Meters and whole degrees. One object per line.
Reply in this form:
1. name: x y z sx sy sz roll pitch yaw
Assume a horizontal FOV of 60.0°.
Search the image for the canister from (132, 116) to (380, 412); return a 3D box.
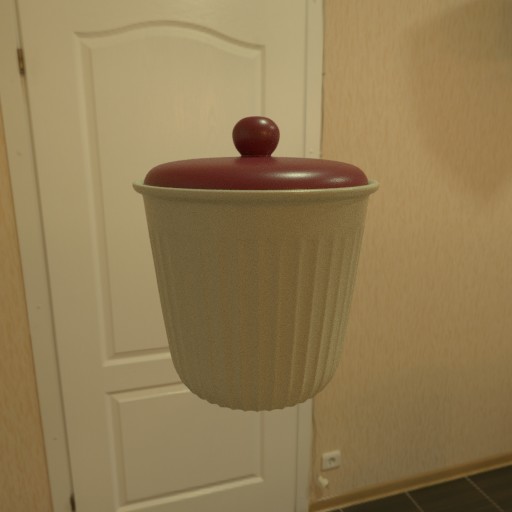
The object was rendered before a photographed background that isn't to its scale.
1. canister: 0.000 0.000 0.350 0.181 0.211 0.181 0 14 0
